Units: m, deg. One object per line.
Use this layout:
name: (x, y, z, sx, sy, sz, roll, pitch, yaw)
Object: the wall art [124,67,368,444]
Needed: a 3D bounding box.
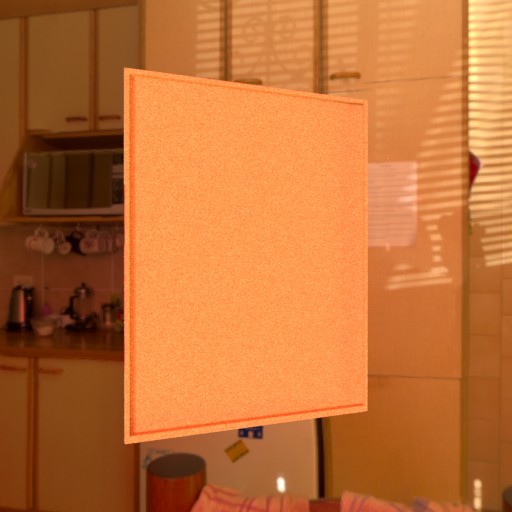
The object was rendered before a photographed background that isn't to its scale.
wall art: (0.000, 0.000, 1.334, 0.762, 1.015, 0.031, 0, 0, -19)
